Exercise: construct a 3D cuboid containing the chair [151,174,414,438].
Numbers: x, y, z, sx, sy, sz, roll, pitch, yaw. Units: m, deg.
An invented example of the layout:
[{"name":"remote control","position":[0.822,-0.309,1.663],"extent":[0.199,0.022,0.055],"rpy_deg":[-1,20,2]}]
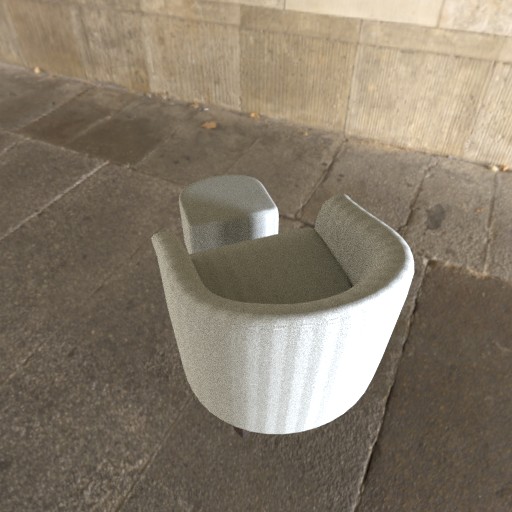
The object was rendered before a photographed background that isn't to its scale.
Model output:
[{"name":"chair","position":[0.000,0.000,1.738],"extent":[0.756,0.757,1.288],"rpy_deg":[-13,44,-14]}]
